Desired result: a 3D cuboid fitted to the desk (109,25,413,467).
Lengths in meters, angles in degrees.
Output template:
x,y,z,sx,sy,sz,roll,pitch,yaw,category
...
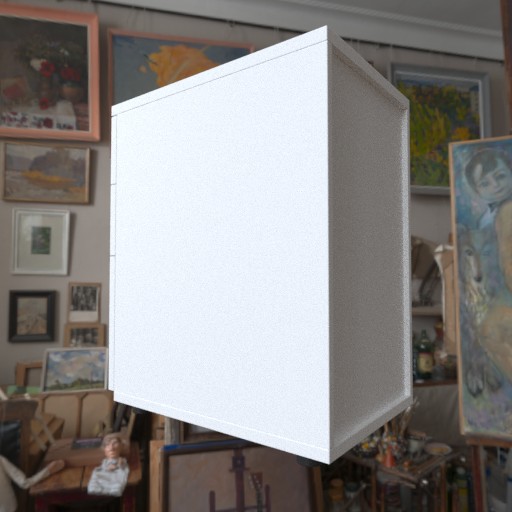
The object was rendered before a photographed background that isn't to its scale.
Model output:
x,y,z,sx,sy,sz,roll,pitch,yaw,category
0.000,0.000,1.052,0.600,0.730,0.404,-1,-2,37,desk
